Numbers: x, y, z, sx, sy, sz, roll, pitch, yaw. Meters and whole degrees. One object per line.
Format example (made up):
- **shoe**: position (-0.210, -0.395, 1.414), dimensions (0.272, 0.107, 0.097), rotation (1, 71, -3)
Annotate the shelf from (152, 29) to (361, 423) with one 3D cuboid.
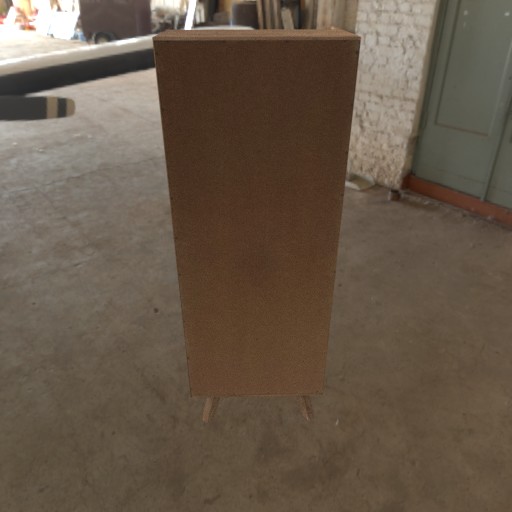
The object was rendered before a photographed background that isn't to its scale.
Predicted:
- **shelf**: position (0.000, 0.000, 1.488), dimensions (0.491, 1.342, 0.267), rotation (-1, 31, -1)
